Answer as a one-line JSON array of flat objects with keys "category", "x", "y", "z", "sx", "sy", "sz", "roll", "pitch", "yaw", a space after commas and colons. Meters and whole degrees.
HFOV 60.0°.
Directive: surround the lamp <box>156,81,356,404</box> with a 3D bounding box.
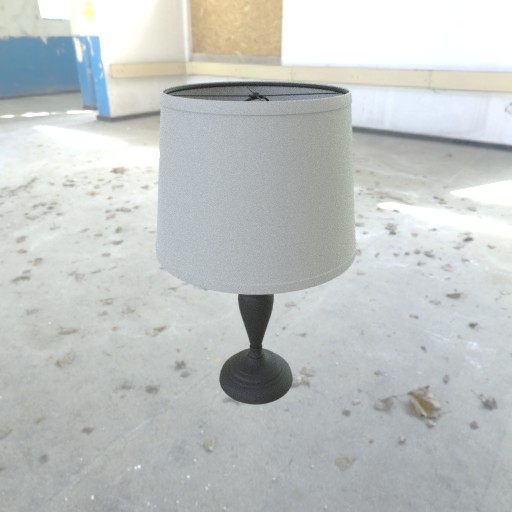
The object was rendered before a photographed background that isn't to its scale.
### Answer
[{"category": "lamp", "x": 0.000, "y": 0.000, "z": 0.708, "sx": 0.310, "sy": 0.501, "sz": 0.310, "roll": 0, "pitch": 26, "yaw": 0}]
